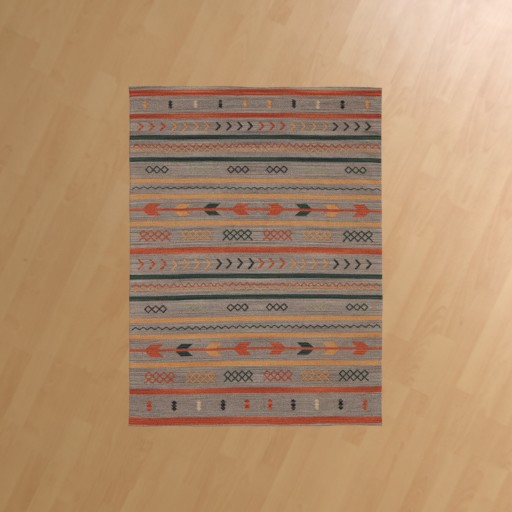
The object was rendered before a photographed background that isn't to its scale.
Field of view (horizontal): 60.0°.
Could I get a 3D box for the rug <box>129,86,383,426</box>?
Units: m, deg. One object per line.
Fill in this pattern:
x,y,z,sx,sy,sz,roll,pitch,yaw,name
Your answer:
0.000,0.000,3.946,2.263,0.022,3.029,0,90,-1,rug
